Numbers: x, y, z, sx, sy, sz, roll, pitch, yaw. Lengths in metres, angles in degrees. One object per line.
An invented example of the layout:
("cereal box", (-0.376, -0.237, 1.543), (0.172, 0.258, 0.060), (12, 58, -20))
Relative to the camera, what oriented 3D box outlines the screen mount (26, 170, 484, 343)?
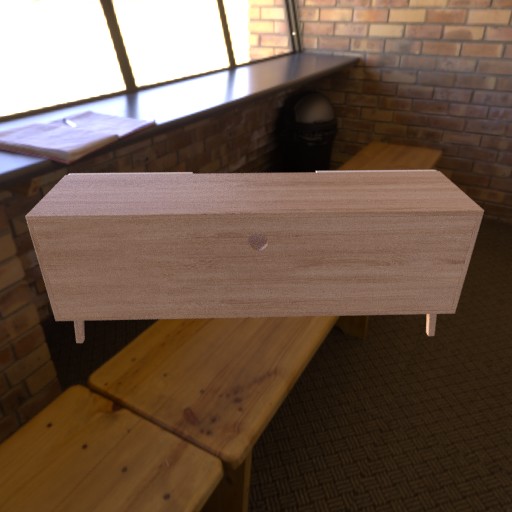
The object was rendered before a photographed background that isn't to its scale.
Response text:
("screen mount", (0.000, 0.000, 1.773), (1.500, 0.570, 0.420), (-1, 30, -1))
